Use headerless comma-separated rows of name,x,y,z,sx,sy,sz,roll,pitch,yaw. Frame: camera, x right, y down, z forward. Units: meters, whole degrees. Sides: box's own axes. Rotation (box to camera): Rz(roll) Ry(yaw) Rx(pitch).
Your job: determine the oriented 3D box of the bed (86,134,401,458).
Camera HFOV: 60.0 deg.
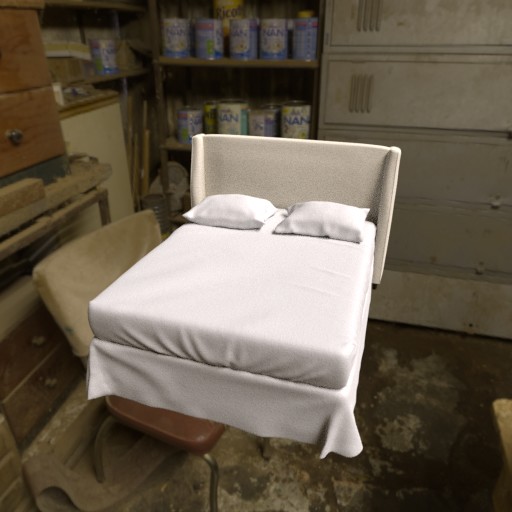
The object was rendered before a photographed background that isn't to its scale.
bed,0.000,0.000,3.396,1.925,1.332,2.276,8,28,15
